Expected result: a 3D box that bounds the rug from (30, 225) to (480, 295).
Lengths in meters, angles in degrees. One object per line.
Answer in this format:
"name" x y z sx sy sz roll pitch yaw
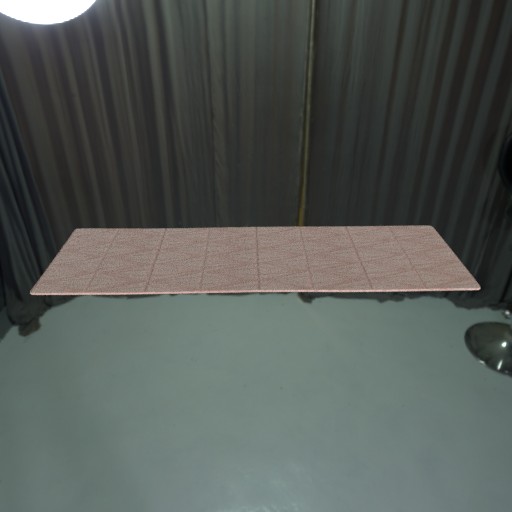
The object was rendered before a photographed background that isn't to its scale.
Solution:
"rug" 0.000 0.000 2.699 2.435 0.015 0.760 -1 31 -1
